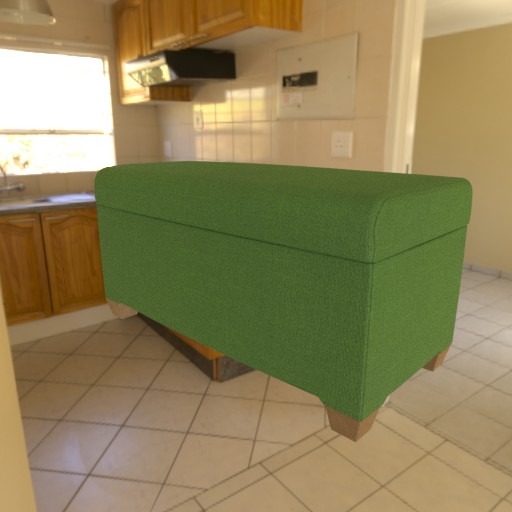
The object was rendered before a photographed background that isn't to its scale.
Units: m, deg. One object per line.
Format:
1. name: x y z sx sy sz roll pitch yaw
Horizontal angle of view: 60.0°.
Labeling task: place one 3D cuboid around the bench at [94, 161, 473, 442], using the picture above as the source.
1. bench: 0.000 0.000 1.260 0.989 0.501 0.505 14 21 42
